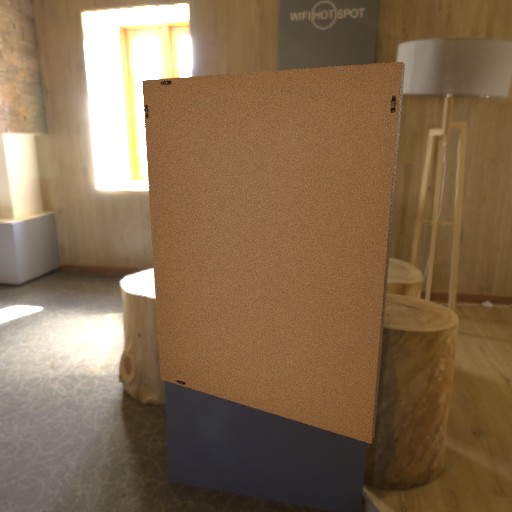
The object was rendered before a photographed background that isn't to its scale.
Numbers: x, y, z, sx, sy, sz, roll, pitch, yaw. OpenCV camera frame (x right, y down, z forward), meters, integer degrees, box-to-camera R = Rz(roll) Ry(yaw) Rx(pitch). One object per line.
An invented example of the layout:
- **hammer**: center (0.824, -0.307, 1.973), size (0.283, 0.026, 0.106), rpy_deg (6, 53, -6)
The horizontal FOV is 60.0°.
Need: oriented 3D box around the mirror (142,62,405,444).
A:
- **mirror**: center (0.000, 0.000, 1.320), size (0.762, 1.016, 0.041), rpy_deg (8, 17, 26)
